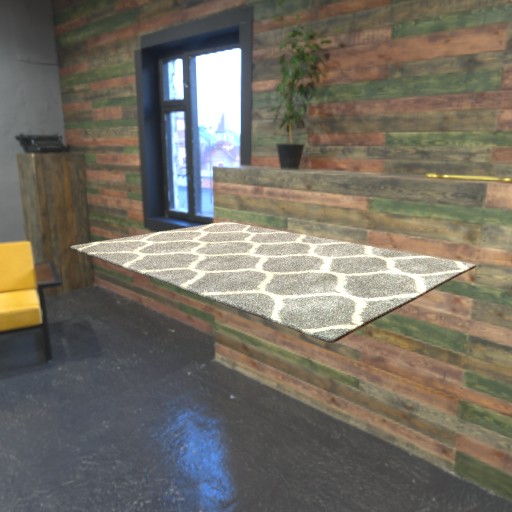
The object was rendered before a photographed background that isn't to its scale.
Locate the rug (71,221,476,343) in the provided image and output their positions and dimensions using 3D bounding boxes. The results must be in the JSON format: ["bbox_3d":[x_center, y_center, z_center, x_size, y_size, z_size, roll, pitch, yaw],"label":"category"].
[{"bbox_3d":[0.000,0.000,3.490,2.701,0.026,1.801,13,19,43],"label":"rug"}]
